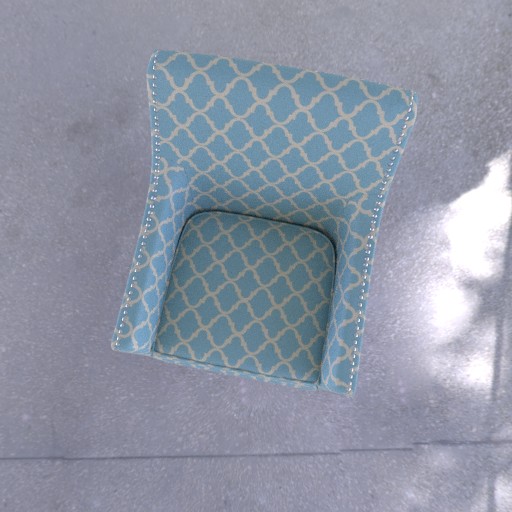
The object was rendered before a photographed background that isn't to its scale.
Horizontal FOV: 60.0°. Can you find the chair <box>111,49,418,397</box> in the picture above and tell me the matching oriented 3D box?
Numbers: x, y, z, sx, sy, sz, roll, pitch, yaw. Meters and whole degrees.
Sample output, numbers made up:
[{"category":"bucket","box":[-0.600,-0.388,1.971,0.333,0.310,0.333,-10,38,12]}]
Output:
[{"category":"chair","box":[0.000,0.000,1.284,0.617,0.817,0.686,10,76,3]}]
